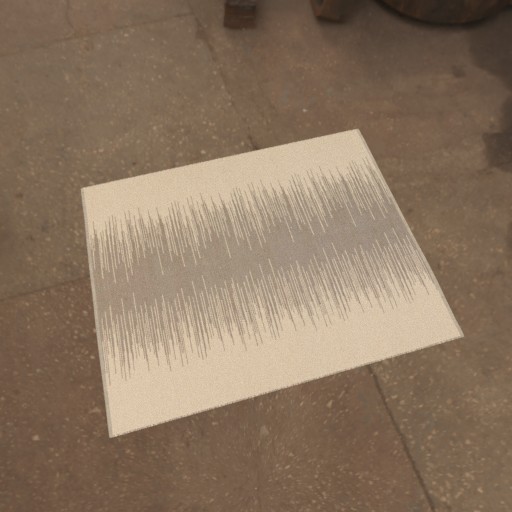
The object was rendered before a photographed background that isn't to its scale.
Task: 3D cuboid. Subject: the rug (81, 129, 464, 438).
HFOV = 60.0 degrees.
[{"bbox_3d":[0.000,0.000,4.149,3.037,0.010,2.453,-14,63,-7],"label":"rug"}]
